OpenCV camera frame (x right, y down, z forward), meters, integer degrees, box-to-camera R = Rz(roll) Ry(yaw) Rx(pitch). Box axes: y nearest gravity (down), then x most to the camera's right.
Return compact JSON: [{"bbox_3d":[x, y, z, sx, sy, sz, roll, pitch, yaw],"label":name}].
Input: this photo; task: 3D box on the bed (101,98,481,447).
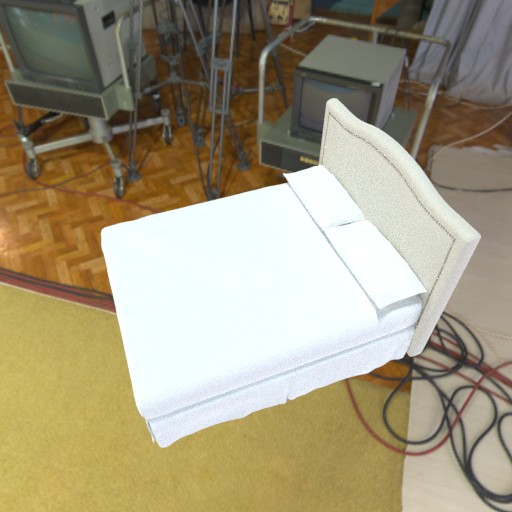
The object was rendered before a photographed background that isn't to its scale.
[{"bbox_3d":[0.000,0.000,3.292,2.143,1.460,1.753,-16,49,-14],"label":"bed"}]
